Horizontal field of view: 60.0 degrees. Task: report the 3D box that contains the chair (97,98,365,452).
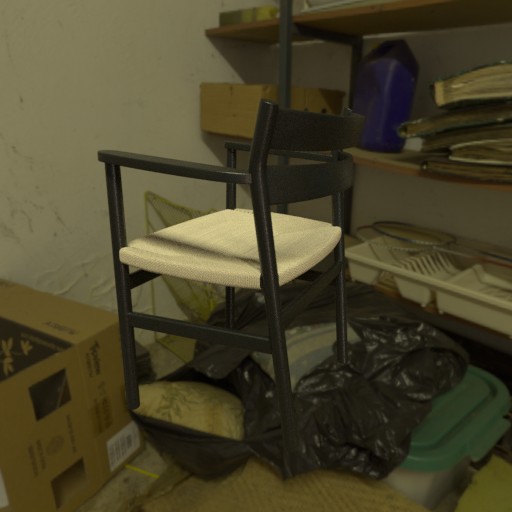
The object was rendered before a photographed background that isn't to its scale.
[{"bbox_3d":[0.000,0.000,1.199,0.508,0.775,0.630,8,19,25],"label":"chair"}]
